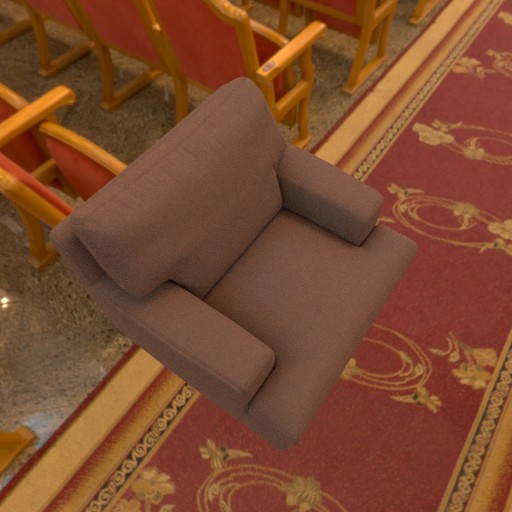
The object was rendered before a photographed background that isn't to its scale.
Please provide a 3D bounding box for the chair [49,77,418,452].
[{"bbox_3d":[0.000,0.000,1.973,1.143,0.940,1.168,31,63,18],"label":"chair"}]
